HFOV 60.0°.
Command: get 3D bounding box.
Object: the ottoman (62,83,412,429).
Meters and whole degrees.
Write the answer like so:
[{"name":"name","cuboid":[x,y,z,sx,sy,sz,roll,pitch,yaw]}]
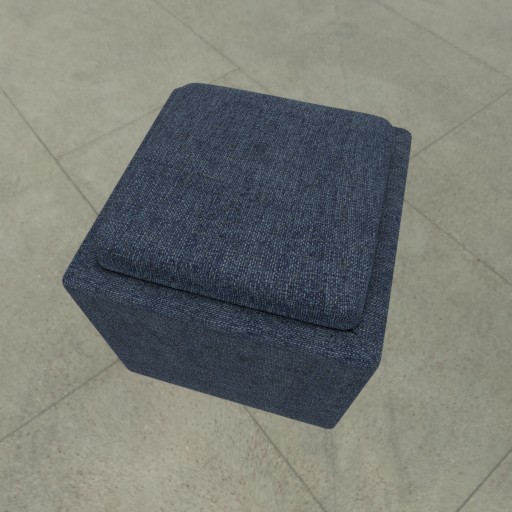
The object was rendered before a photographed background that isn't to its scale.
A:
[{"name":"ottoman","cuboid":[0.000,0.000,0.839,0.450,0.460,0.450,14,59,8]}]
